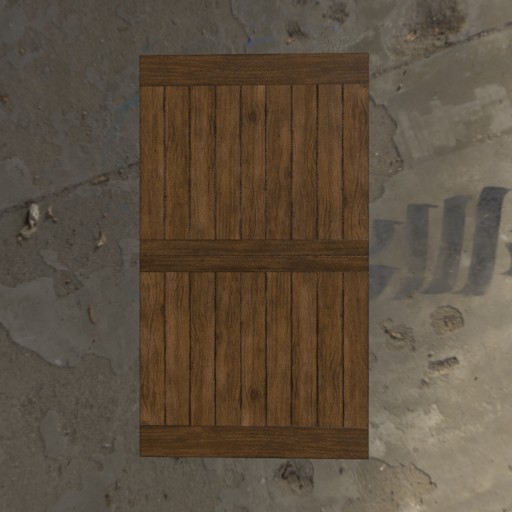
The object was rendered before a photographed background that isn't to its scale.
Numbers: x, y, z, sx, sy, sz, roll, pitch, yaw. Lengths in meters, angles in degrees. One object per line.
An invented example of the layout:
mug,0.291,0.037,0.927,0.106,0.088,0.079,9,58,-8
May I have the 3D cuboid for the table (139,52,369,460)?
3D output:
table,0.000,0.000,2.177,0.931,0.757,1.641,0,90,2
